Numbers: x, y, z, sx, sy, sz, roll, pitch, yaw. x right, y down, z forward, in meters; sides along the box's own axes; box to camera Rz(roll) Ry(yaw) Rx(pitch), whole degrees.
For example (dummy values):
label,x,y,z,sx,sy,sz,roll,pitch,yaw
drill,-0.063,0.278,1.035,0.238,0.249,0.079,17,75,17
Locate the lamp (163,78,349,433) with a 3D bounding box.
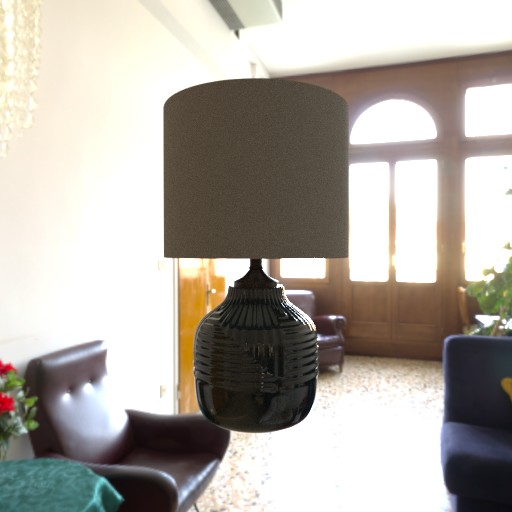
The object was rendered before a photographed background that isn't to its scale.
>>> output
label,x,y,z,sx,sy,sz,roll,pitch,yaw
lamp,0.000,0.000,0.777,0.318,0.567,0.318,0,1,0
